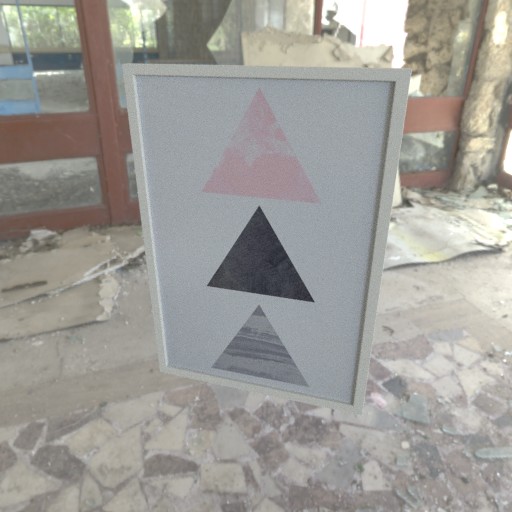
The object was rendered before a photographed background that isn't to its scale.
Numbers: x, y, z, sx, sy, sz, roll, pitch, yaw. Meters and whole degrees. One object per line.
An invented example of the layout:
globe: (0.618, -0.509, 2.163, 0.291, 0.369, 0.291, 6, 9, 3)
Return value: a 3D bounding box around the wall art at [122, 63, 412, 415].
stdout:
wall art: (0.000, 0.000, 0.548, 0.303, 0.433, 0.013, 8, 27, 15)
